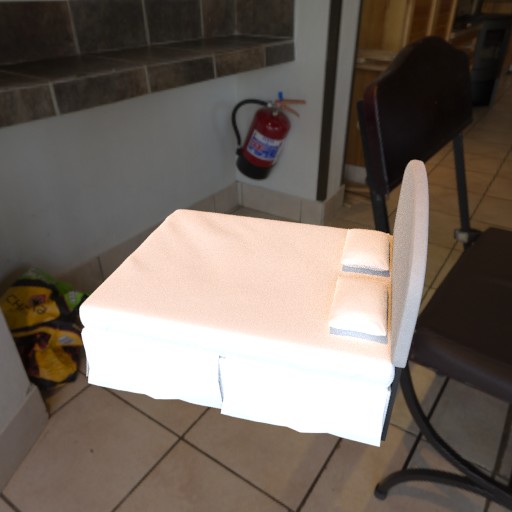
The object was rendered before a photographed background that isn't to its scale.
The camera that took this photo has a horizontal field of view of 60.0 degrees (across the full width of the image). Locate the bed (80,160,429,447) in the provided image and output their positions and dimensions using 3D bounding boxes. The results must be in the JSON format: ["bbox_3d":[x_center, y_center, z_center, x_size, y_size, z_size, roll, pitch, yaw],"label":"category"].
[{"bbox_3d":[0.000,0.000,3.079,2.005,1.410,1.607,8,32,13],"label":"bed"}]
